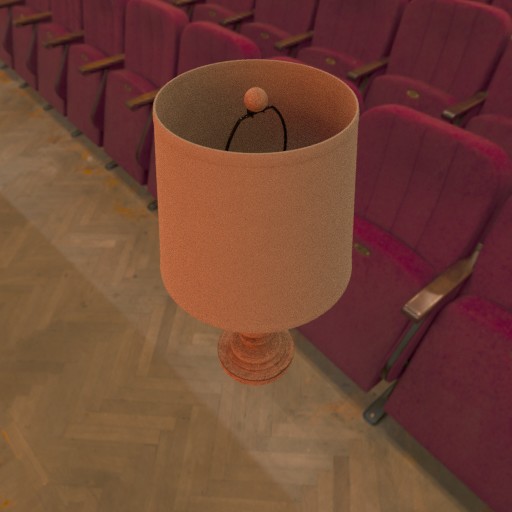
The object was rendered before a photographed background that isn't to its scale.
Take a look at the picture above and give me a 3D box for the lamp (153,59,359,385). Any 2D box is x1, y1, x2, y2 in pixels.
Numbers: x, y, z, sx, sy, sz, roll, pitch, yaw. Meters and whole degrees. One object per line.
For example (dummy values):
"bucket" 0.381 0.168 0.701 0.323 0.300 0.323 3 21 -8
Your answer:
"lamp" 0.000 0.000 0.640 0.273 0.497 0.273 0 45 0
